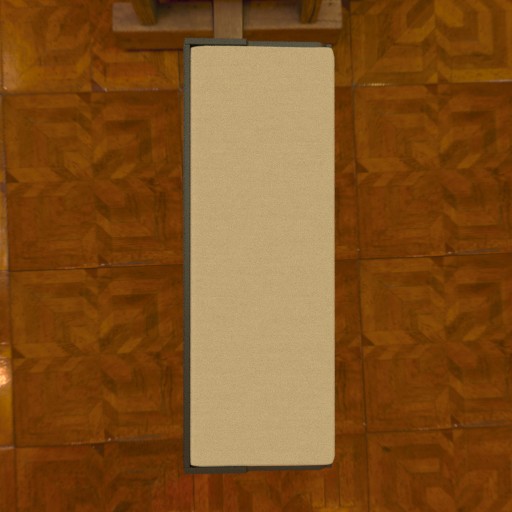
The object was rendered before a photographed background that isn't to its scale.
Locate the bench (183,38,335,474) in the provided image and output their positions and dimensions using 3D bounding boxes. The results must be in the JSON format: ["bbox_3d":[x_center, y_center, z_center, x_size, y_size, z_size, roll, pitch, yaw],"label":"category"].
[{"bbox_3d":[0.000,0.000,1.390,0.398,0.501,1.140,0,90,-1],"label":"bench"}]
